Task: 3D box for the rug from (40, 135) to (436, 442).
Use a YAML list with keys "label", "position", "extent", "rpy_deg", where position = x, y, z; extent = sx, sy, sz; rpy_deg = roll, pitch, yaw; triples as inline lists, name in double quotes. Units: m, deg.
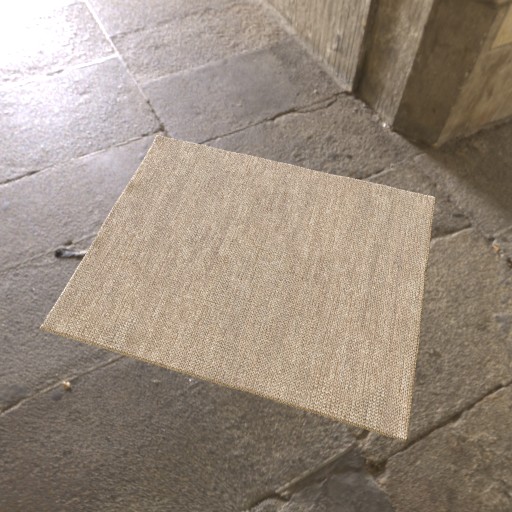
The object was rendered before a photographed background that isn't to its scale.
- label: "rug"
  position: [0.000, 0.000, 4.083]
  extent: [3.052, 0.030, 2.429]
  rpy_deg: [14, 59, 9]
